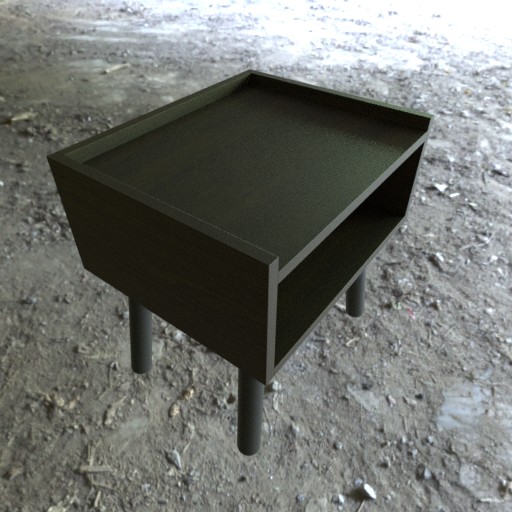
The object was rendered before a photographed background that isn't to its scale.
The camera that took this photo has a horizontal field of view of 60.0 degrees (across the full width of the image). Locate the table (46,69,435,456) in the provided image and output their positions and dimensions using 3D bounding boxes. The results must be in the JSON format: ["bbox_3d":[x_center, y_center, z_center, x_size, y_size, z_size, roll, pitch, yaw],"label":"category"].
[{"bbox_3d":[0.000,0.000,0.802,0.370,0.470,0.450,26,47,27],"label":"table"}]
